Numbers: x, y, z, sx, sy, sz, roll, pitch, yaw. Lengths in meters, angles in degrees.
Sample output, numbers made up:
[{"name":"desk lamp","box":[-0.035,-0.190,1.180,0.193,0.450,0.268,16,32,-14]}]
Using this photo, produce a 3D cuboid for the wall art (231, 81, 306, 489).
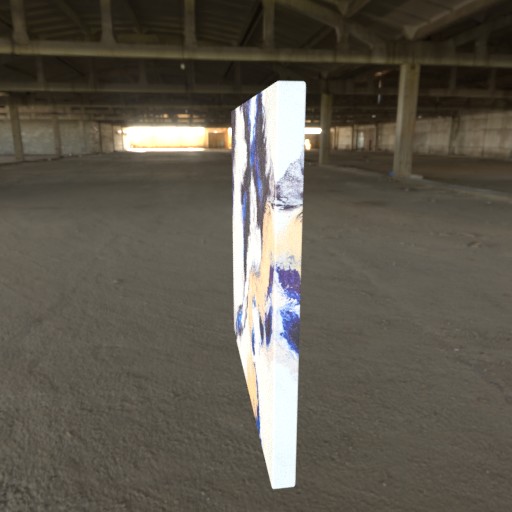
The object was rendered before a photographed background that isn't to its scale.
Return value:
[{"name":"wall art","box":[0.000,0.000,0.920,0.039,0.609,0.609,-2,15,-8]}]
